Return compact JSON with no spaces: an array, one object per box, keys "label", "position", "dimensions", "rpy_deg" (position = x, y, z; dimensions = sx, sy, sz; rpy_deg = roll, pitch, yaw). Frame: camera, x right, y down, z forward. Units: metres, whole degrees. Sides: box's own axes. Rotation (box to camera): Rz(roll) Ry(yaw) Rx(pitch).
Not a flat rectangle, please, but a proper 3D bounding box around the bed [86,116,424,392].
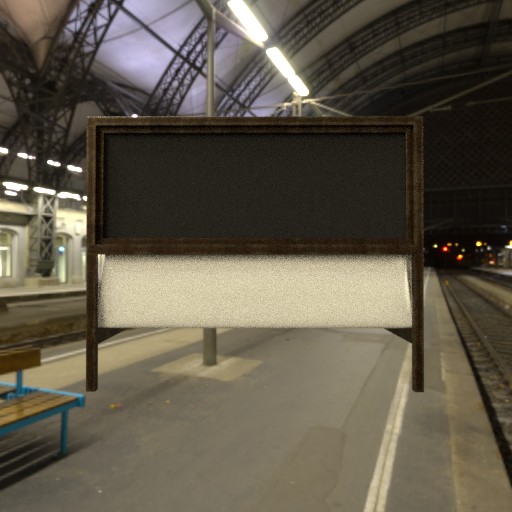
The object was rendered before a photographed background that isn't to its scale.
[{"label":"bed","position":[0.000,0.000,3.220],"dimensions":[1.607,1.313,2.221],"rpy_deg":[0,-1,0]}]
